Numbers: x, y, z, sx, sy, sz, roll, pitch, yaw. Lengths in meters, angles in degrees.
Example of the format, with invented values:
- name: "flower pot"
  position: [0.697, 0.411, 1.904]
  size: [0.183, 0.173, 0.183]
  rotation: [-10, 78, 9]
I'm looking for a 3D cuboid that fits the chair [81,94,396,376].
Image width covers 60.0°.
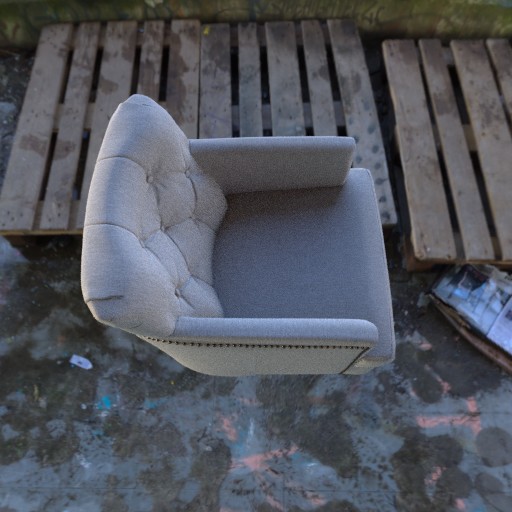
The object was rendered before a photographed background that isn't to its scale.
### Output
- name: "chair"
  position: [0.000, 0.000, 1.534]
  size: [0.902, 0.823, 0.737]
  rotation: [0, 65, 0]
